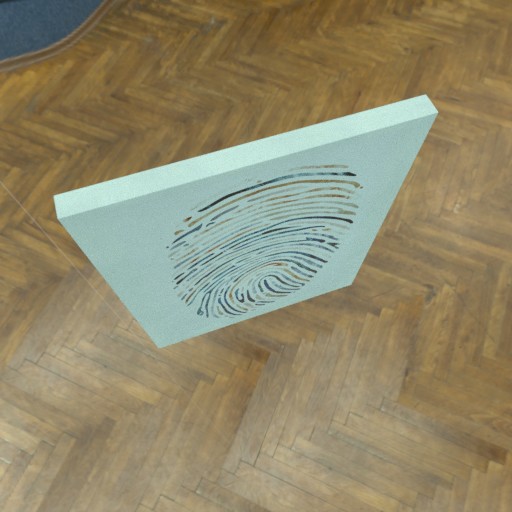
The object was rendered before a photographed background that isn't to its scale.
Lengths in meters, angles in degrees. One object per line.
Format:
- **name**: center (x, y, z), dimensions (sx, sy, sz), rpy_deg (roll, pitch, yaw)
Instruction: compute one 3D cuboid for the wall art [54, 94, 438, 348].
- **wall art**: center (0.000, 0.000, 0.838), dimensions (0.508, 0.606, 0.037), rpy_deg (-17, 65, -8)
